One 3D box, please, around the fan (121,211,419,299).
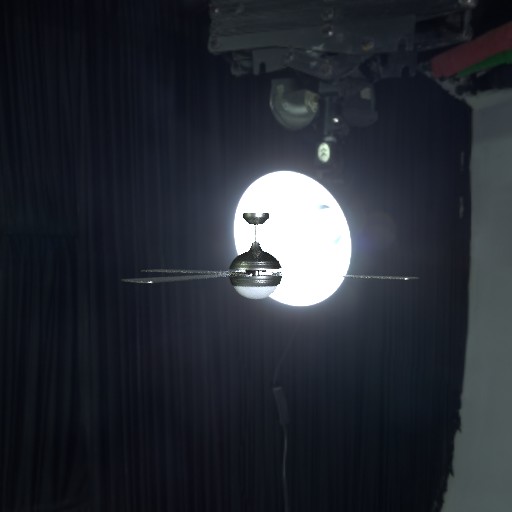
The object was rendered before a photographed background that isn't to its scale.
[{"bbox_3d":[0.000,0.000,1.963,1.321,0.381,1.321,0,0,-35],"label":"fan"}]
